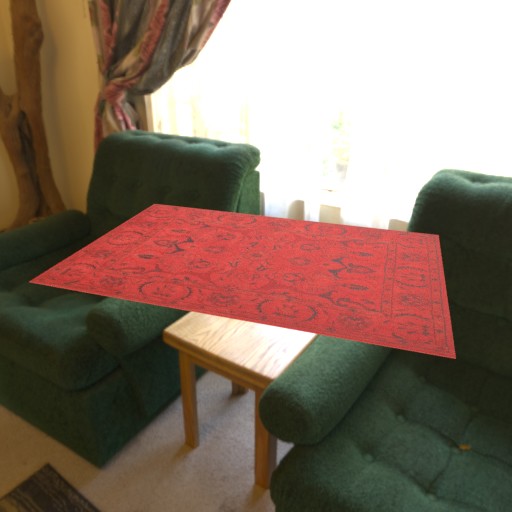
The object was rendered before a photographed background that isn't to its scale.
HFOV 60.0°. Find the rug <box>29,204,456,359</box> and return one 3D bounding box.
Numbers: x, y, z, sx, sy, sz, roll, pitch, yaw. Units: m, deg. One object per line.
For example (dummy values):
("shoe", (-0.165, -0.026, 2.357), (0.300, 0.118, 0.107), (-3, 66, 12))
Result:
("rug", (0.000, 0.000, 3.037), (2.423, 0.010, 1.534), (8, 27, 16))
